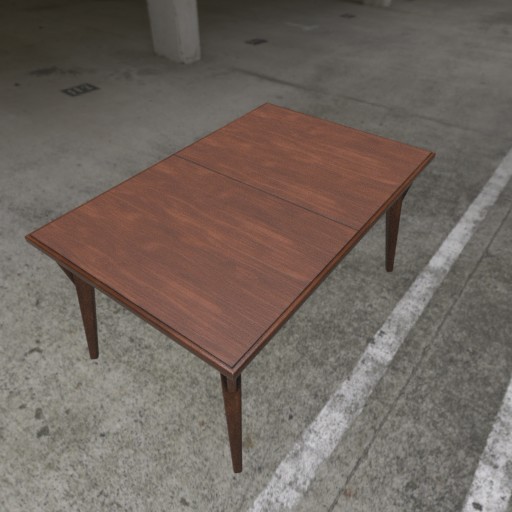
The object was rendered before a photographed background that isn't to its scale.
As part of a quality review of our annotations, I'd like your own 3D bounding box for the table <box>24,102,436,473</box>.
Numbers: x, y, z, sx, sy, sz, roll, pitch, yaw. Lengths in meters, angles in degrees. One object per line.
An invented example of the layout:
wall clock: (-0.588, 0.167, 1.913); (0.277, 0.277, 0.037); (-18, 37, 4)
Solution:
table: (0.000, 0.000, 2.112); (0.990, 0.761, 1.524); (26, 48, 27)
